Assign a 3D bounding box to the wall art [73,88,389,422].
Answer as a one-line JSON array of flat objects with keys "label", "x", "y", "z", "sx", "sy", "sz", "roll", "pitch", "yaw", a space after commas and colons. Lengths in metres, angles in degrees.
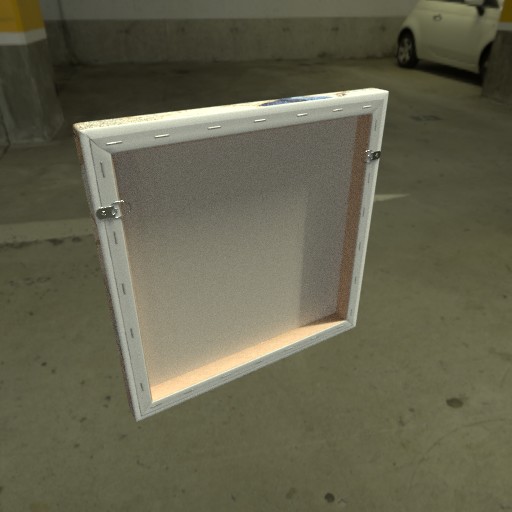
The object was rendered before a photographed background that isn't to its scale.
[{"label": "wall art", "x": 0.000, "y": 0.000, "z": 0.771, "sx": 0.507, "sy": 0.508, "sz": 0.038, "roll": -17, "pitch": 34, "yaw": -27}]
